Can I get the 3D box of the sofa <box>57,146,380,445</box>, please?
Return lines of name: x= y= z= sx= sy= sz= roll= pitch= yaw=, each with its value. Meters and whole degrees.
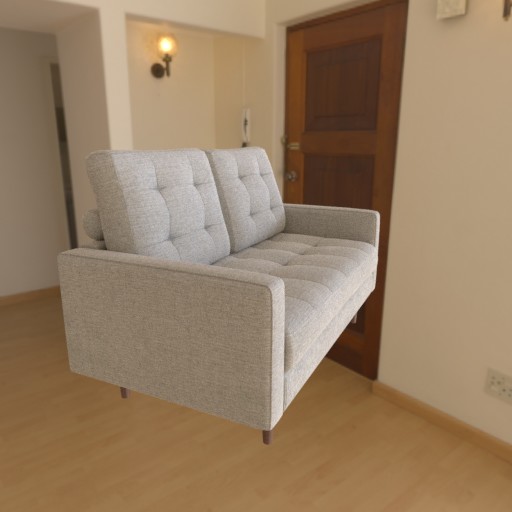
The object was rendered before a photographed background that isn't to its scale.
sofa: x=0.000 y=0.000 z=1.920 sx=0.842 sy=0.907 sz=1.407 roll=7 pitch=16 yaw=25
